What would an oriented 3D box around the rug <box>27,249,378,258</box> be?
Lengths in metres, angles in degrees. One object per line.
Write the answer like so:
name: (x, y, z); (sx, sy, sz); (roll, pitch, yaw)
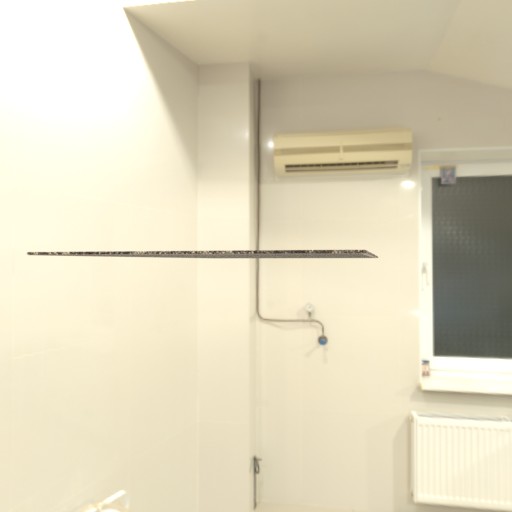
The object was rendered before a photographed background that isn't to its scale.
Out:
rug: (0.000, 0.000, 2.283); (1.186, 0.012, 1.814); (0, -1, 16)
